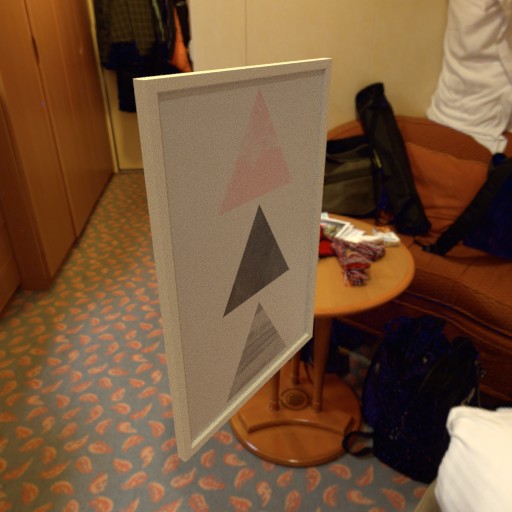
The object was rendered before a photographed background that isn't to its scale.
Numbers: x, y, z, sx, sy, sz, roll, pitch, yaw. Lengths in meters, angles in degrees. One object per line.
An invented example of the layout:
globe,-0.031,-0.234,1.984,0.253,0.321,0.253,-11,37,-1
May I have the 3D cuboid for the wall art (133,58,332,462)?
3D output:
wall art,0.000,0.000,0.548,0.013,0.433,0.303,19,33,32
